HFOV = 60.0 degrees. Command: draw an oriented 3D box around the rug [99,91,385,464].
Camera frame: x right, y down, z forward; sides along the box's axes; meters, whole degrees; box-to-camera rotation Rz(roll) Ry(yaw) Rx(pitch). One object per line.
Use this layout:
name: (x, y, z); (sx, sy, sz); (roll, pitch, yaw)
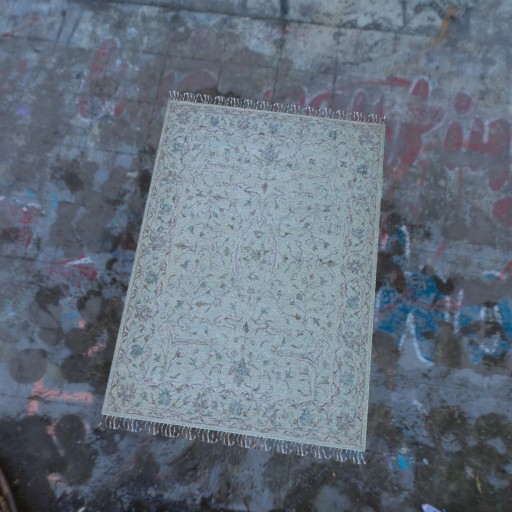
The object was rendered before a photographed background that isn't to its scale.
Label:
rug: (0.000, 0.000, 2.251); (1.247, 0.008, 1.802); (7, 74, 2)
